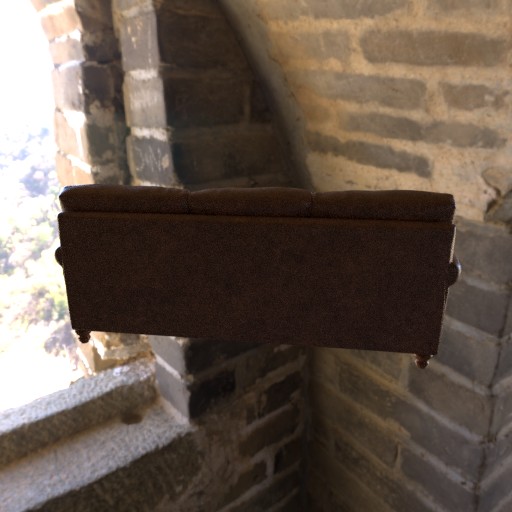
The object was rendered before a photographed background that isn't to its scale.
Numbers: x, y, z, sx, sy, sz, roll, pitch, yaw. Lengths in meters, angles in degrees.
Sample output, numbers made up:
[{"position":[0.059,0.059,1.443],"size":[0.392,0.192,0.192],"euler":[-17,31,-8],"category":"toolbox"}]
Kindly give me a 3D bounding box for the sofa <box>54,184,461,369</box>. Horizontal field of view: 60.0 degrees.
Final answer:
[{"position":[0.000,0.000,2.892],"size":[2.351,0.977,0.973],"euler":[2,17,8],"category":"sofa"}]
